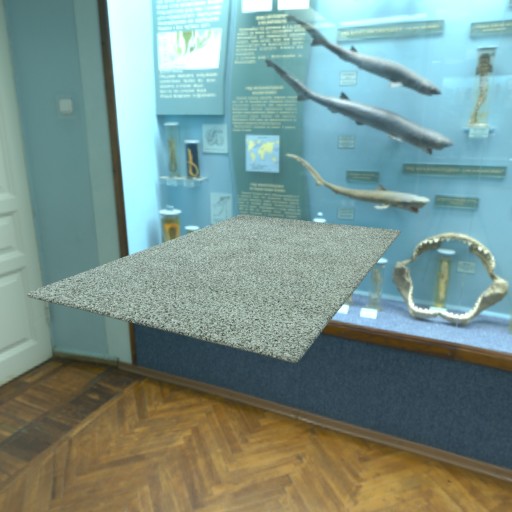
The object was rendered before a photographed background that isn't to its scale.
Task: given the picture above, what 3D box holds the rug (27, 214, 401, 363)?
[{"bbox_3d":[0.000,0.000,3.498,1.778,0.030,2.743,8,18,25],"label":"rug"}]
